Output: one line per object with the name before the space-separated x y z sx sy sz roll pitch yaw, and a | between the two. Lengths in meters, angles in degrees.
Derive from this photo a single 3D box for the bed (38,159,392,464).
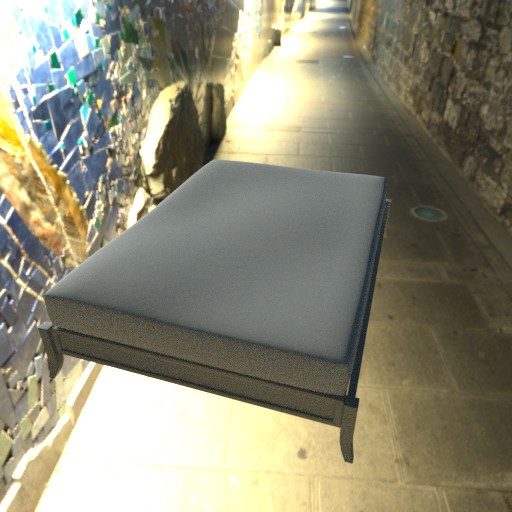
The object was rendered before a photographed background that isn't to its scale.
bed | 0.000 0.000 2.626 1.460 0.510 1.985 10 33 15
